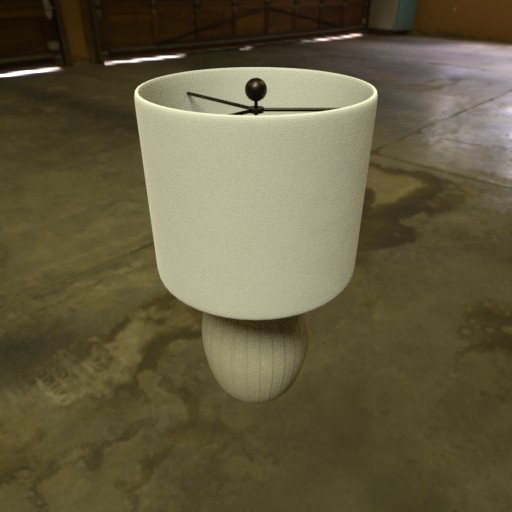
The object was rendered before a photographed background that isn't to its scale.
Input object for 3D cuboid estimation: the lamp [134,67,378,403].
[{"bbox_3d":[0.000,0.000,0.754,0.329,0.570,0.329,0,32,0],"label":"lamp"}]
